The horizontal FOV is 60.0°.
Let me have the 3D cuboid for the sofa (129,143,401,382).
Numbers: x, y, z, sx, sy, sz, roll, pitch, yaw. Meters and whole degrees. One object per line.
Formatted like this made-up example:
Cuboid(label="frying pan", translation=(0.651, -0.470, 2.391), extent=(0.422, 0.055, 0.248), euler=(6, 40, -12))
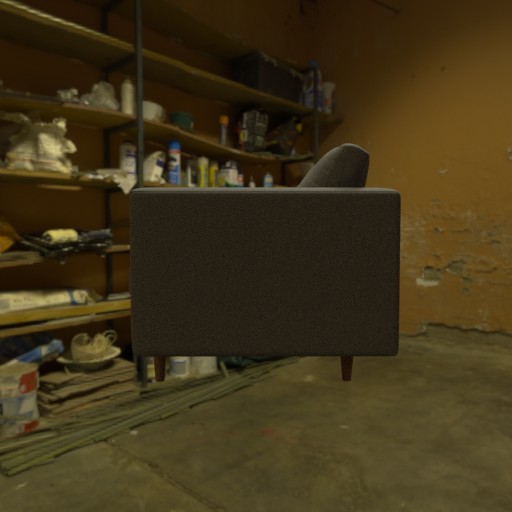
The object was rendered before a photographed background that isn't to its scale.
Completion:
Cuboid(label="sofa", translation=(0.000, 0.000, 2.287), extent=(0.940, 0.866, 1.713), euler=(0, 2, 0))
